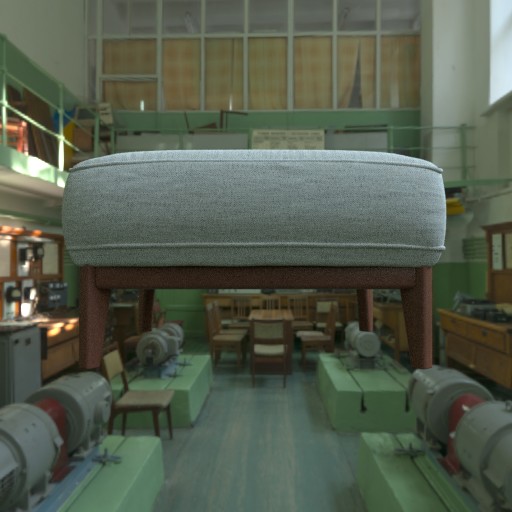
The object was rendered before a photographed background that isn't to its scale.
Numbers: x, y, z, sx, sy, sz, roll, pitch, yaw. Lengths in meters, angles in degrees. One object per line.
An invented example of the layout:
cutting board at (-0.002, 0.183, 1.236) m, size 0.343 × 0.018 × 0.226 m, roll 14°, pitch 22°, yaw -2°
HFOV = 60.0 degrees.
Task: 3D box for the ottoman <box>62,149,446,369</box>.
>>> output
ottoman at (0.000, 0.000, 1.151) m, size 0.794 × 0.465 × 0.594 m, roll 0°, pitch 0°, yaw 0°
